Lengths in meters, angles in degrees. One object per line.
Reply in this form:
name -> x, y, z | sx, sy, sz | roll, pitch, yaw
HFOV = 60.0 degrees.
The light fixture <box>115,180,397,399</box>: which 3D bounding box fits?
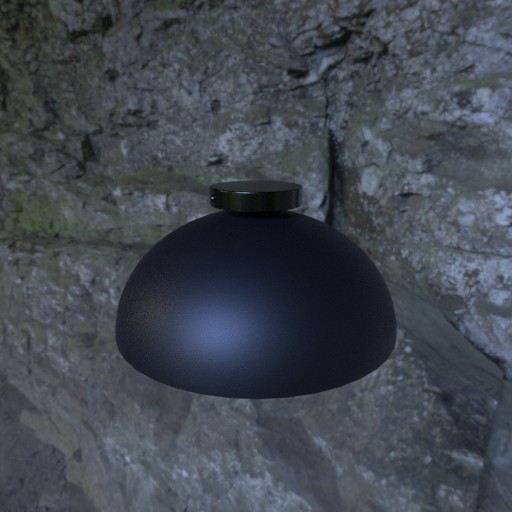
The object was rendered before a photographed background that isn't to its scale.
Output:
light fixture -> 0.000, 0.000, 0.561 | 0.355, 0.177, 0.355 | 0, 16, 0
